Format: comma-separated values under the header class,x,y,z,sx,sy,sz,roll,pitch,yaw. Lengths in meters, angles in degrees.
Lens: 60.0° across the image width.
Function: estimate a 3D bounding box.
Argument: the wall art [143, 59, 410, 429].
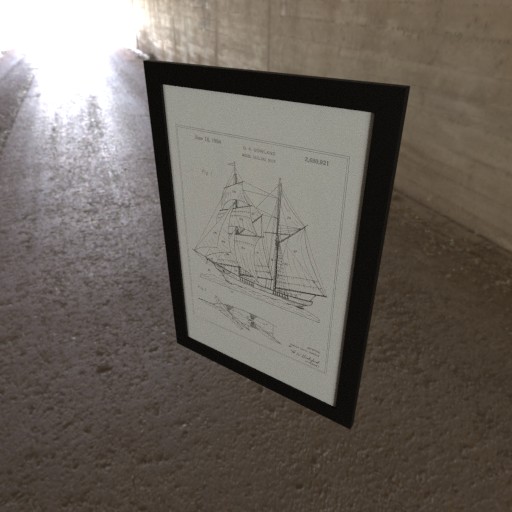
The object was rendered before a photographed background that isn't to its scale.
class,x,y,z,sx,sy,sz,roll,pitch,yaw
wall art,0.000,0.000,0.590,0.326,0.459,0.011,19,36,28
